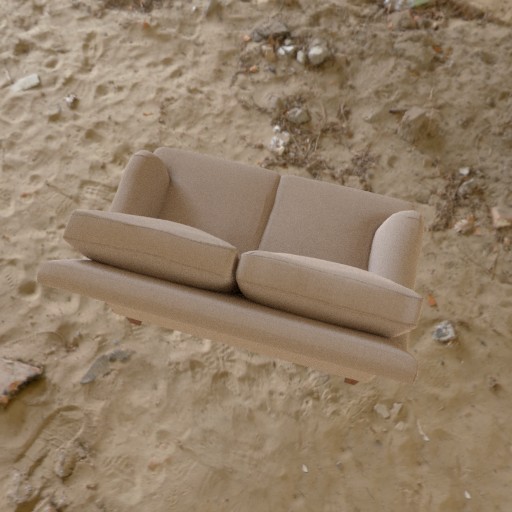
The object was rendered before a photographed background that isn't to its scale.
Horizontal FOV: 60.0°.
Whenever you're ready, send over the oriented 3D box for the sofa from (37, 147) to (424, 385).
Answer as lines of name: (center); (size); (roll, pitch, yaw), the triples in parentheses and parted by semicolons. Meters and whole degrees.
sofa: (0.000, 0.000, 2.213); (1.508, 1.048, 1.087); (14, 64, 7)
